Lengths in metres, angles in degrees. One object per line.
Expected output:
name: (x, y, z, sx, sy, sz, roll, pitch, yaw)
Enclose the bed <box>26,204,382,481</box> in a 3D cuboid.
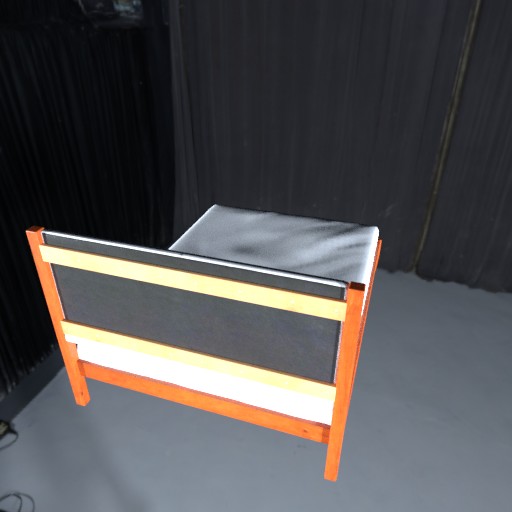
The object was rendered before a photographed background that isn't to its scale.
bed: (0.000, 0.000, 3.007, 1.566, 1.165, 2.117, 10, 32, 16)
